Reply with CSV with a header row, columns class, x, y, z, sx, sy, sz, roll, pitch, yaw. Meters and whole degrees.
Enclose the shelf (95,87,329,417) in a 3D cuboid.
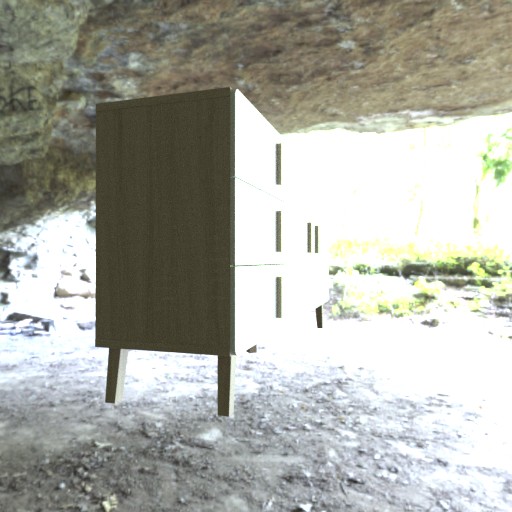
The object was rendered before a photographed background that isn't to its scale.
class,x,y,z,sx,sy,sz,roll,pitch,yaw
shelf,0.000,0.000,1.795,0.400,0.780,1.490,0,0,18
